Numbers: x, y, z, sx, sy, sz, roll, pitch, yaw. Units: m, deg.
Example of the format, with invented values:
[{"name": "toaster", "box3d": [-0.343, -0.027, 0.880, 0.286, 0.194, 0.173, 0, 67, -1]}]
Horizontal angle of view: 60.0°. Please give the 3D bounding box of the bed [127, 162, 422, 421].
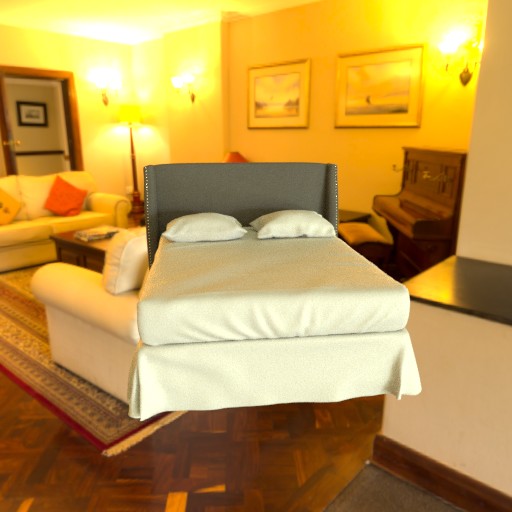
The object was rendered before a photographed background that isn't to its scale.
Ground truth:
[{"name": "bed", "box3d": [0.000, 0.000, 3.544, 1.925, 1.332, 2.276, -2, 16, -7]}]
